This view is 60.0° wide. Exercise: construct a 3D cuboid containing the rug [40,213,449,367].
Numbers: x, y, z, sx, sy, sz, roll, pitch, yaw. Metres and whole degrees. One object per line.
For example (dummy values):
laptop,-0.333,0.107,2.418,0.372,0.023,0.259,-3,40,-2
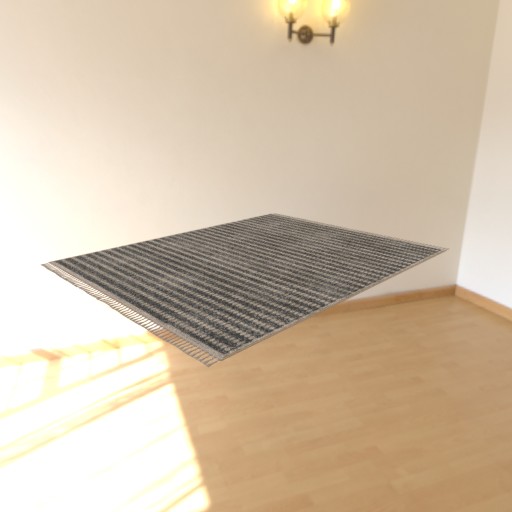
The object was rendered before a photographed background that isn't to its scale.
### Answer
rug,0.000,0.000,3.951,2.910,0.013,2.256,-17,24,-42
